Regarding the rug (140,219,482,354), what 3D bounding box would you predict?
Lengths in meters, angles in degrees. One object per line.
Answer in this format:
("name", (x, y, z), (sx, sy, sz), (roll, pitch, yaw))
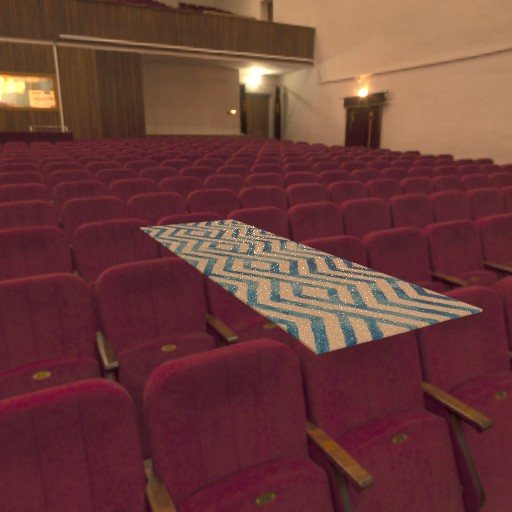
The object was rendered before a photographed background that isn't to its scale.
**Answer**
("rug", (0.000, 0.000, 1.633), (0.503, 0.007, 1.492), (-7, 16, -27))
